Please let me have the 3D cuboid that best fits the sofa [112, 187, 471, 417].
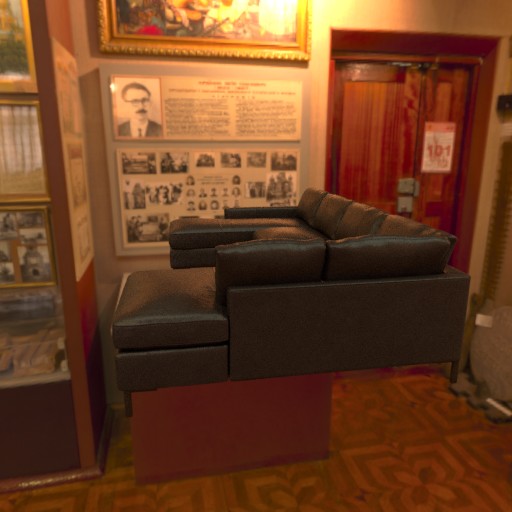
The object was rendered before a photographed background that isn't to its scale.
[{"bbox_3d":[0.000,0.000,3.705,1.939,0.900,2.956,-2,15,-9],"label":"sofa"}]
